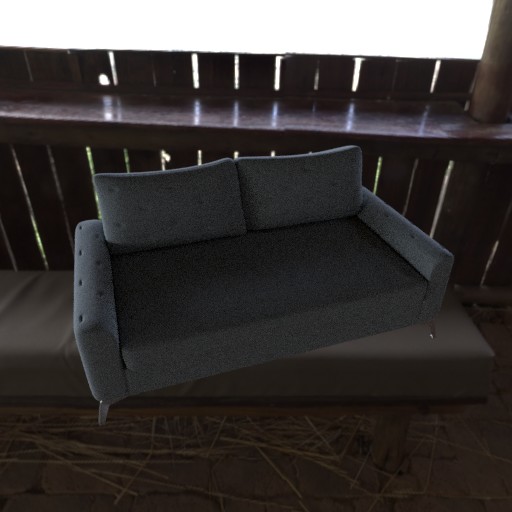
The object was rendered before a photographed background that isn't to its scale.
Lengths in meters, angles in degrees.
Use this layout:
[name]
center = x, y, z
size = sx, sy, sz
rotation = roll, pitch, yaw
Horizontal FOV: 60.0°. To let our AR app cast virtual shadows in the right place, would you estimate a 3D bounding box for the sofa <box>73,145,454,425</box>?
[sofa]
center = 0.000, 0.000, 2.155
size = 1.650, 0.790, 0.920
rotation = -10, 34, -15
